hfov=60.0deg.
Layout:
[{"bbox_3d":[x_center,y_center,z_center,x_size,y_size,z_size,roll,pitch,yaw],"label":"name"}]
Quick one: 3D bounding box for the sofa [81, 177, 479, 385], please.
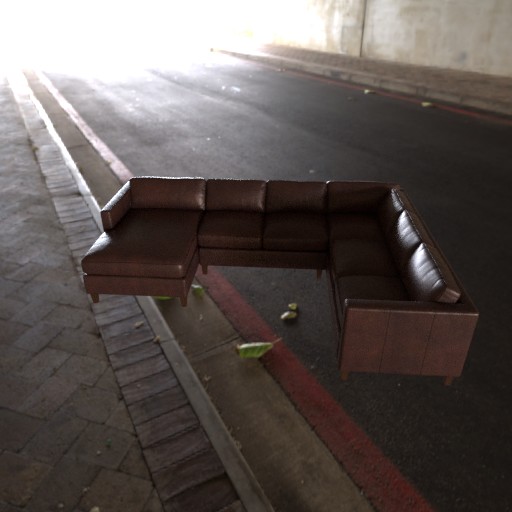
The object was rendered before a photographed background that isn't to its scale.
[{"bbox_3d":[0.000,0.000,4.405,3.324,0.891,2.452,2,30,4],"label":"sofa"}]
